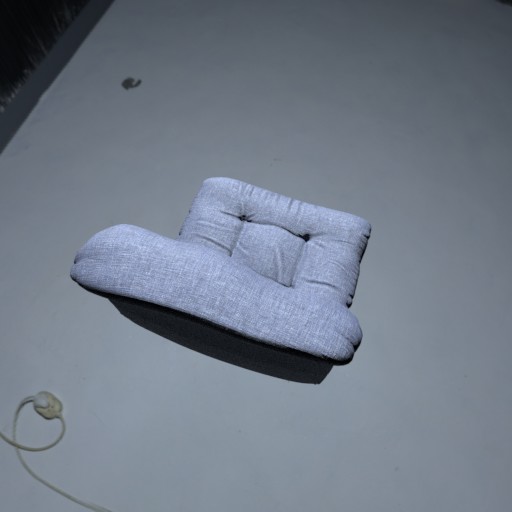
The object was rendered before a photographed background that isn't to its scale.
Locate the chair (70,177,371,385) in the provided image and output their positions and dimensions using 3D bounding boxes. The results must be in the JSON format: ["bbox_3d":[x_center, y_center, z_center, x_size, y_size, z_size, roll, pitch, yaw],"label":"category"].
[{"bbox_3d":[0.000,0.000,1.217,0.597,0.749,0.668,18,64,9],"label":"chair"}]
